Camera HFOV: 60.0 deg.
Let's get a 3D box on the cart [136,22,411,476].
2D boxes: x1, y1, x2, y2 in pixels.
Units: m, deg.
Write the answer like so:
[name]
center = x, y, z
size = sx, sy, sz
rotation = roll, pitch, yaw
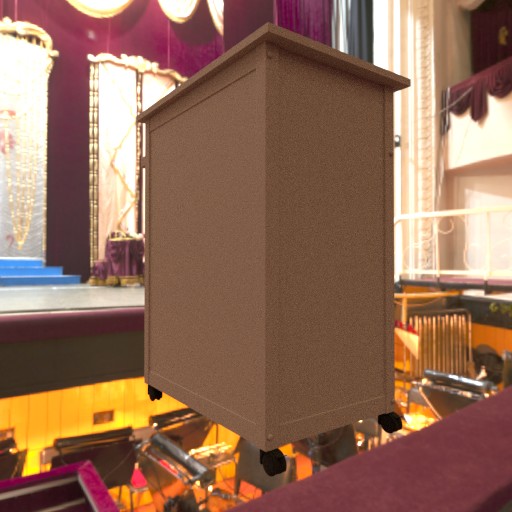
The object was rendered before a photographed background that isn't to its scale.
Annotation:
[cart]
center = 0.000, 0.000, 1.228
size = 0.442, 0.864, 0.683
rotation = 1, -1, -36
